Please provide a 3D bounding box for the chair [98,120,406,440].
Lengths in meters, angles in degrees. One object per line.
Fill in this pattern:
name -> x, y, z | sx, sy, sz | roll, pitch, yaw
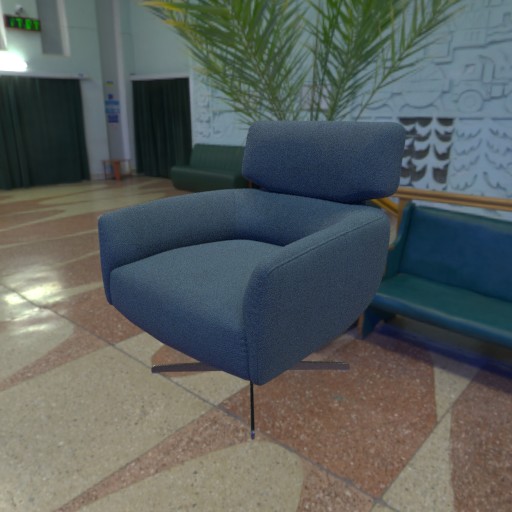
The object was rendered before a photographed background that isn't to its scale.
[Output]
chair -> 0.000, 0.000, 1.401 | 0.738, 0.813, 0.761 | 16, 24, 41
